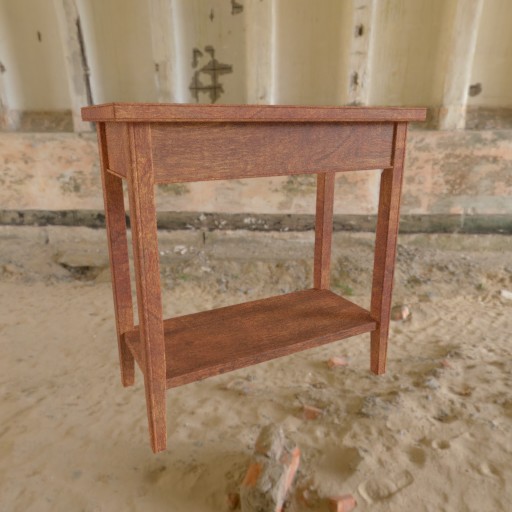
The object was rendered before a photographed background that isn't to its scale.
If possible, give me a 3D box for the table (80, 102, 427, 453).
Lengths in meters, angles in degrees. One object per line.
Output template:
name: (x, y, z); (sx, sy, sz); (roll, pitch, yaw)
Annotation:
table: (0.000, 0.000, 0.960); (0.610, 0.610, 0.305); (-9, 19, -27)
